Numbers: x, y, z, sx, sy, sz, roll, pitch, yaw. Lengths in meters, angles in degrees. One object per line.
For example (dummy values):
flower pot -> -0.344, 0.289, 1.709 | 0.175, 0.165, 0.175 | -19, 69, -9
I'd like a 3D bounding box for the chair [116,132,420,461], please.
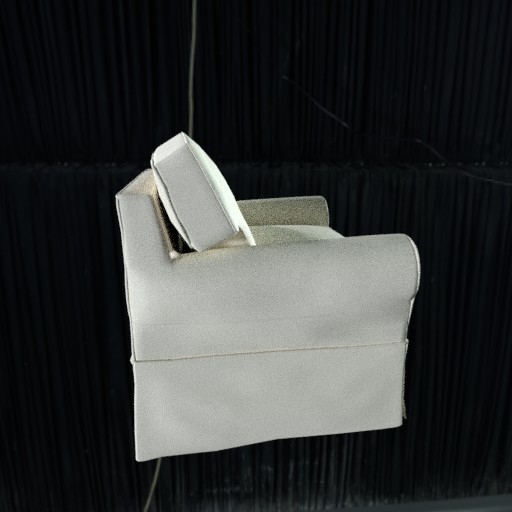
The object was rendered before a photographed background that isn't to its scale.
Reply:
chair -> 0.000, 0.000, 1.780 | 0.904, 0.958, 1.099 | -2, 16, -8
